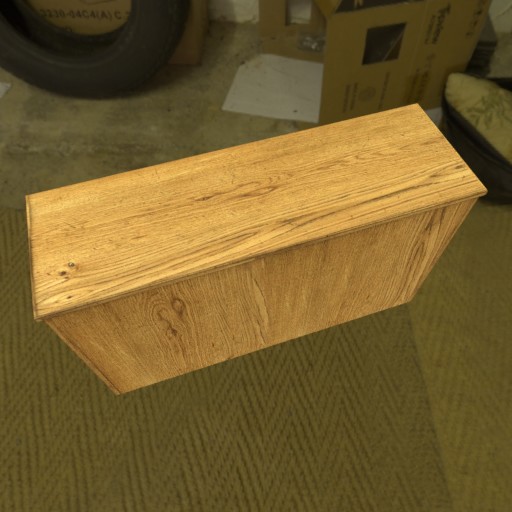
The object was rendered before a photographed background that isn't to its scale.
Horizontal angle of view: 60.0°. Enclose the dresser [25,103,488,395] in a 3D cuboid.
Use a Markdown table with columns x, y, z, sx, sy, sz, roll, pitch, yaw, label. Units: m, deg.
| x | y | z | sx | sy | sz | roll | pitch | yaw | label |
| --- | --- | --- | --- | --- | --- | --- | --- | --- | --- |
| 0.000 | 0.000 | 2.062 | 1.657 | 0.932 | 0.563 | -16 | 59 | -10 | dresser |
